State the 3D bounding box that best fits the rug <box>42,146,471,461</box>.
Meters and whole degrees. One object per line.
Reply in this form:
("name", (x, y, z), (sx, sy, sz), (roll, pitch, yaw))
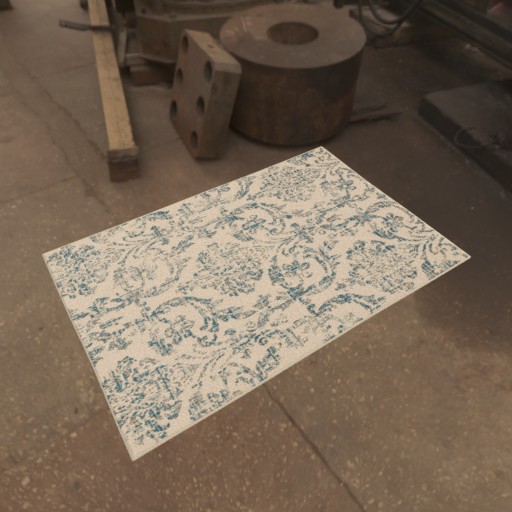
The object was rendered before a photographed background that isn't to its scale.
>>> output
("rug", (0.000, 0.000, 2.264), (1.831, 0.012, 1.213), (-25, 51, -22))
